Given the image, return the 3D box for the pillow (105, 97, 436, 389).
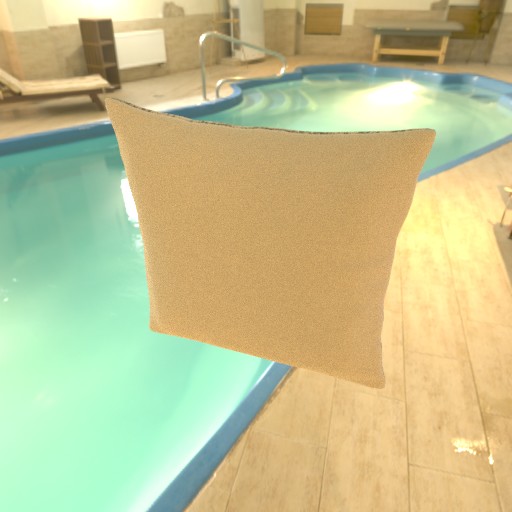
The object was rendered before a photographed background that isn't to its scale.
[{"bbox_3d":[0.000,0.000,0.793,0.523,0.510,0.166,11,34,17],"label":"pillow"}]
